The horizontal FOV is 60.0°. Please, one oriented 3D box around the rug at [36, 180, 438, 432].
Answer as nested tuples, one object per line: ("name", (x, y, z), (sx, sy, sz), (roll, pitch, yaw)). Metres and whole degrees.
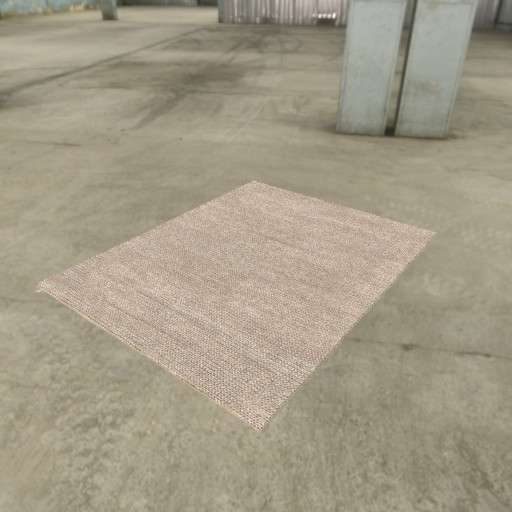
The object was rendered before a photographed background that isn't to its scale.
("rug", (0.000, 0.000, 4.189), (2.429, 0.030, 3.052), (22, 37, 32))
